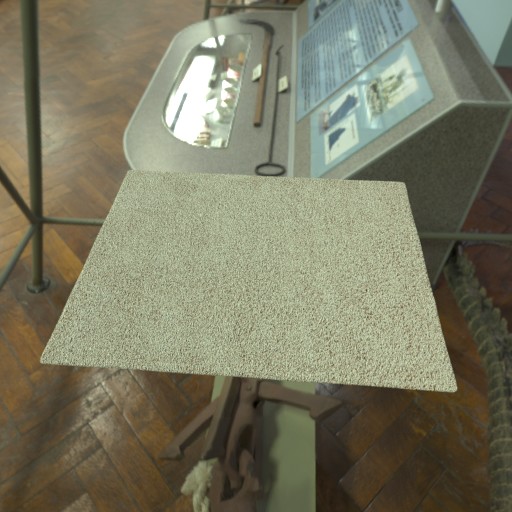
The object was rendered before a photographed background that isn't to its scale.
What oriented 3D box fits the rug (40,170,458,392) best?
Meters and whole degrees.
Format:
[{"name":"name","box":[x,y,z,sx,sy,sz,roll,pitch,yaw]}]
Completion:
[{"name":"rug","box":[0.000,0.000,4.042,3.047,0.029,2.438,3,46,3]}]
